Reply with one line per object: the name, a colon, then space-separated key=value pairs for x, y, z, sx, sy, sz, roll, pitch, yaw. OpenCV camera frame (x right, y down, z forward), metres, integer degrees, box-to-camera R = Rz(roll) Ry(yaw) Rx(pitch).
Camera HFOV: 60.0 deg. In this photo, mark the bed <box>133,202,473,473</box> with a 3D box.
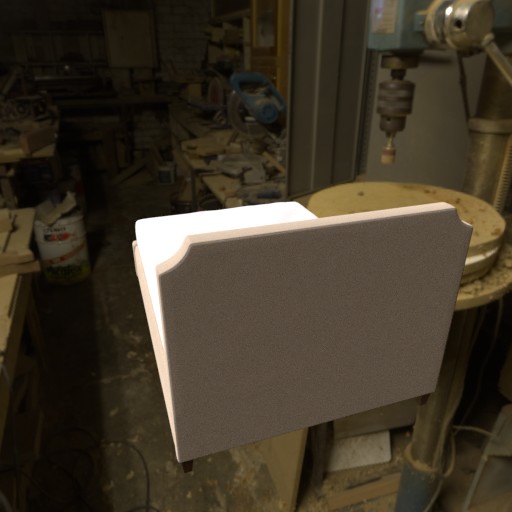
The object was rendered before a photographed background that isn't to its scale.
bed: x=0.000 y=0.000 z=3.380 sx=1.703 sy=1.415 sz=2.329 roll=-9 pitch=27 yaw=-17
